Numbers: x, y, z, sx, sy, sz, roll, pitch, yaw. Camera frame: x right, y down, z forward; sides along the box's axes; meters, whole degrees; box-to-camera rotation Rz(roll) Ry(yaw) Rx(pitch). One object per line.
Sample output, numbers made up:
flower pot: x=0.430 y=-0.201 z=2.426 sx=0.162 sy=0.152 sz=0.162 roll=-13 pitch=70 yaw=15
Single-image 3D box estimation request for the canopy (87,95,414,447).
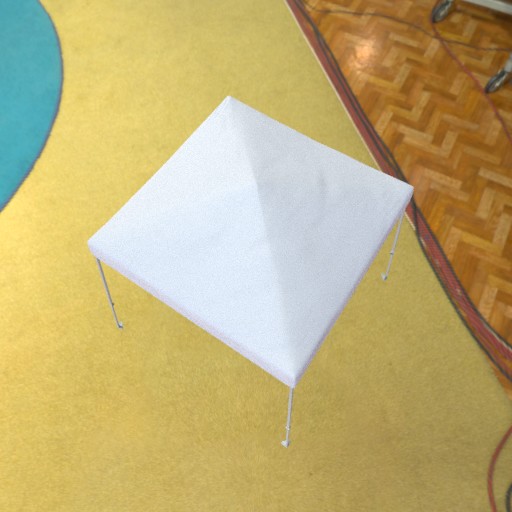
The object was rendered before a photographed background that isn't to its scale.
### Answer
canopy: x=0.000 y=0.000 z=5.209 sx=2.849 sy=2.850 sz=2.850 roll=31 pitch=67 yaw=15
